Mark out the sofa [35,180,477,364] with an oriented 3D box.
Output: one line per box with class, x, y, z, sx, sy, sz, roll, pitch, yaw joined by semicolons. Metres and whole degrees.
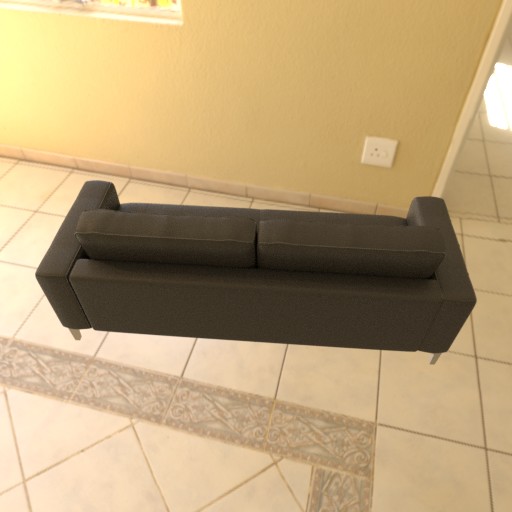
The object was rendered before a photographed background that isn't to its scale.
sofa;0.000;0.000;2.632;2.275;0.893;0.833;3;47;3
